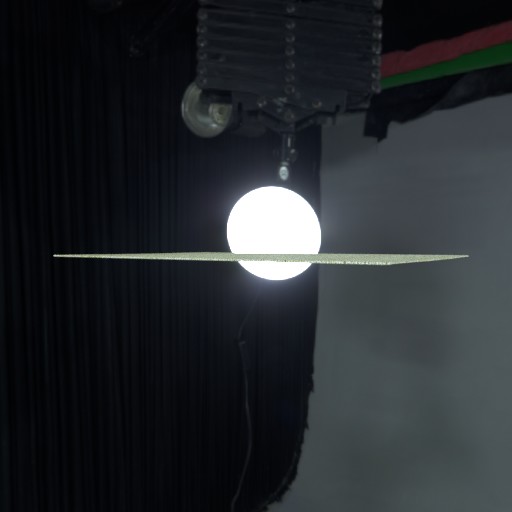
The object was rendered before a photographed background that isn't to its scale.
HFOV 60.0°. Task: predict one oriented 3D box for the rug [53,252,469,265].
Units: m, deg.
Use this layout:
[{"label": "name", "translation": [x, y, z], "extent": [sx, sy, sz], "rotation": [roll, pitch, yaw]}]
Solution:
[{"label": "rug", "translation": [0.000, 0.000, 2.218], "extent": [1.758, 0.010, 1.143], "rotation": [1, 2, 36]}]
